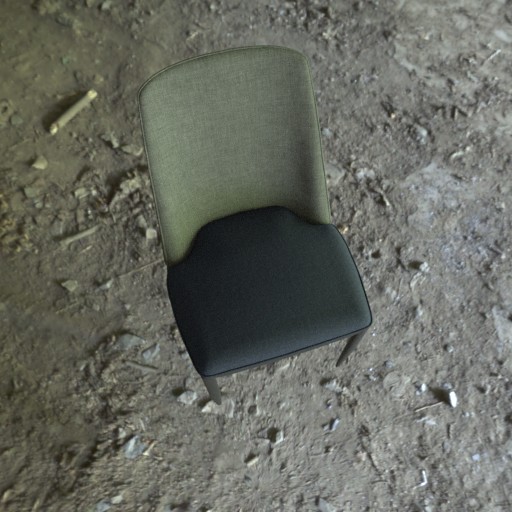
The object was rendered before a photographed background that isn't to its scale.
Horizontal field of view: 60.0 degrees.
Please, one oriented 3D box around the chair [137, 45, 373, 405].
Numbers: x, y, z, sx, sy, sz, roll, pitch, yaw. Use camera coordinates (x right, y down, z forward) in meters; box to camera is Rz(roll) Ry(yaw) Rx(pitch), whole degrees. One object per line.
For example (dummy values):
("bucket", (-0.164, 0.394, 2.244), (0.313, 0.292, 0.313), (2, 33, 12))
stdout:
("chair", (0.000, 0.000, 1.166), (0.488, 0.855, 0.550), (-16, 63, -8))
